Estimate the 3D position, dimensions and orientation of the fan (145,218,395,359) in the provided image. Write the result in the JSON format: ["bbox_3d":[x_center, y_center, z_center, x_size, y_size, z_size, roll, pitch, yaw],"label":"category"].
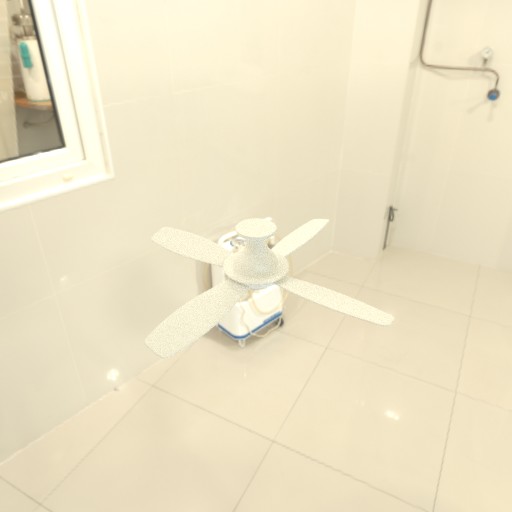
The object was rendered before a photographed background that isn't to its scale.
[{"bbox_3d":[0.000,0.000,2.624,1.693,0.382,1.694,20,36,29],"label":"fan"}]
